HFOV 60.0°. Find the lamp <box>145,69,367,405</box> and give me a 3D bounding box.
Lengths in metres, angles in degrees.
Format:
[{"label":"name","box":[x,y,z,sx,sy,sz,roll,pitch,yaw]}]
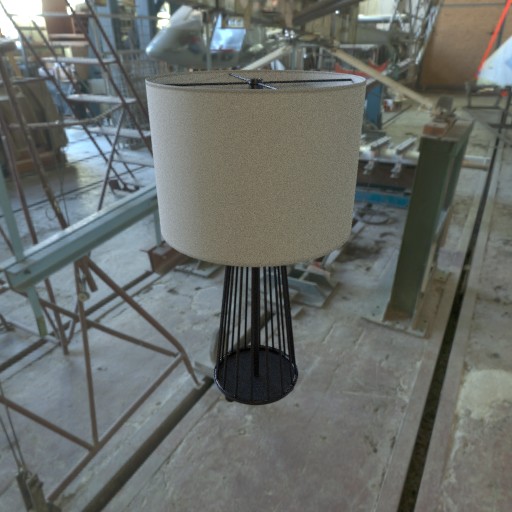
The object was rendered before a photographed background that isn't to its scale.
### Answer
[{"label":"lamp","box":[0.000,0.000,0.791,0.322,0.593,0.322,-8,28,-15]}]
